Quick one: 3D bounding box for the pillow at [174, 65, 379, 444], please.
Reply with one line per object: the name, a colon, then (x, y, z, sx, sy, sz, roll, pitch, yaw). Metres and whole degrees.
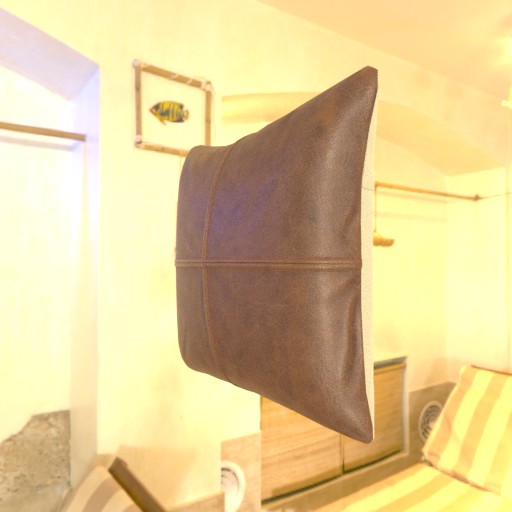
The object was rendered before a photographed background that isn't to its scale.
pillow: (0.000, 0.000, 0.728, 0.192, 0.470, 0.484, 1, -1, -36)
